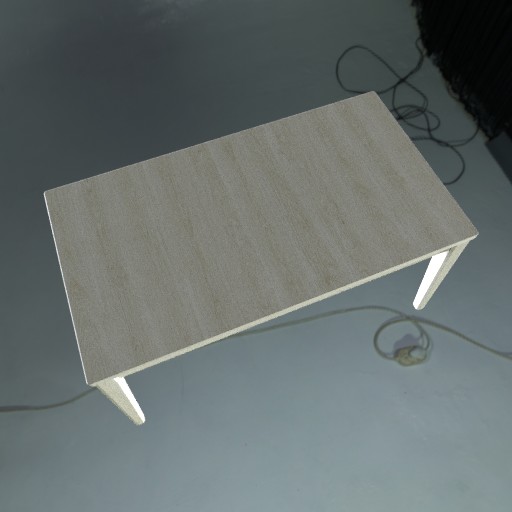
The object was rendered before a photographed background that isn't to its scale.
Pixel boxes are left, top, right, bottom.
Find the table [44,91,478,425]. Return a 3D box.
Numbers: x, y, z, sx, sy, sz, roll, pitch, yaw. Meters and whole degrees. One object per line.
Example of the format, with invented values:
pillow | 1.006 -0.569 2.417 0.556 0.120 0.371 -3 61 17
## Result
table | 0.000 0.000 2.108 1.600 0.760 0.900 -20 64 -10
